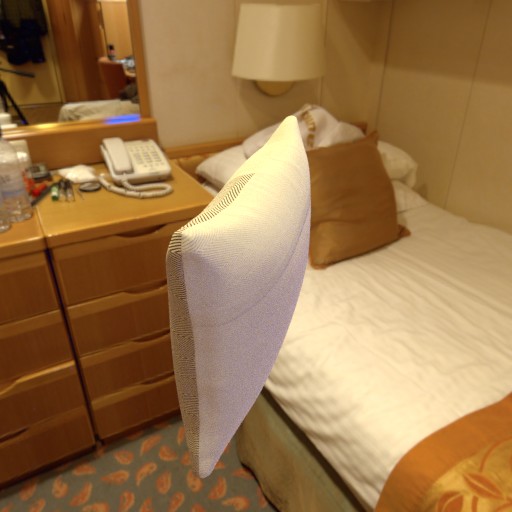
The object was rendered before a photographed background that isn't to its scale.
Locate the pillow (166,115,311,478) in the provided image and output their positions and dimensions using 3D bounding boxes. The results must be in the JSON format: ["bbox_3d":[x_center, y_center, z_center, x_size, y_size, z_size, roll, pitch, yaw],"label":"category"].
[{"bbox_3d":[0.000,0.000,0.636,0.139,0.305,0.506,7,30,13],"label":"pillow"}]
